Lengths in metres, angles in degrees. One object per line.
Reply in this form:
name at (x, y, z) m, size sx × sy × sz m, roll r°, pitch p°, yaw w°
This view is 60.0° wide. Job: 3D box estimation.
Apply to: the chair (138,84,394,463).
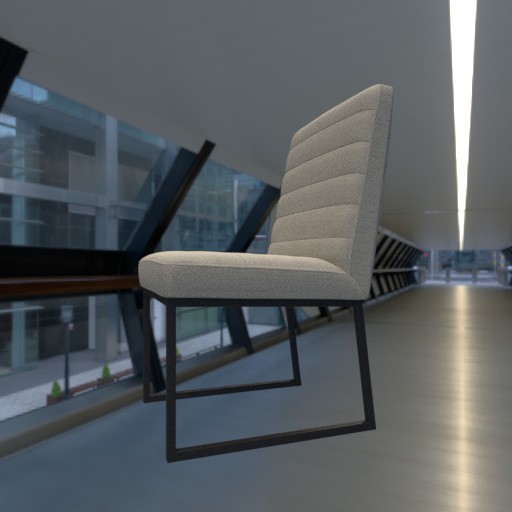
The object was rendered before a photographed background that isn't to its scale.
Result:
chair at (0.000, 0.000, 1.313) m, size 0.634 × 0.930 × 0.520 m, roll 0°, pitch -1°, yaw -21°
